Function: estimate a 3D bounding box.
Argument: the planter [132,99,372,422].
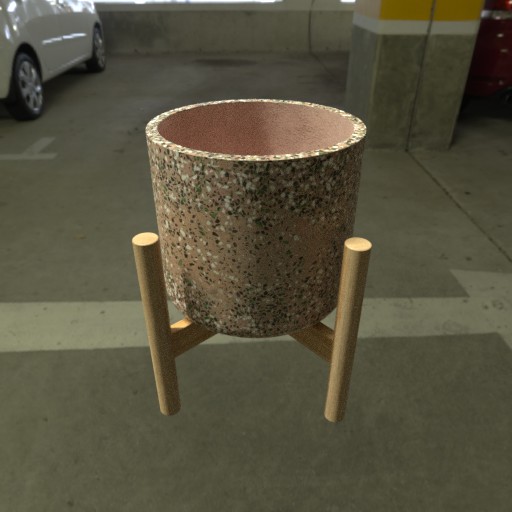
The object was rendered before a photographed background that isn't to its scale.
[{"bbox_3d":[0.000,0.000,0.539,0.284,0.320,0.284,-11,33,-17],"label":"planter"}]
